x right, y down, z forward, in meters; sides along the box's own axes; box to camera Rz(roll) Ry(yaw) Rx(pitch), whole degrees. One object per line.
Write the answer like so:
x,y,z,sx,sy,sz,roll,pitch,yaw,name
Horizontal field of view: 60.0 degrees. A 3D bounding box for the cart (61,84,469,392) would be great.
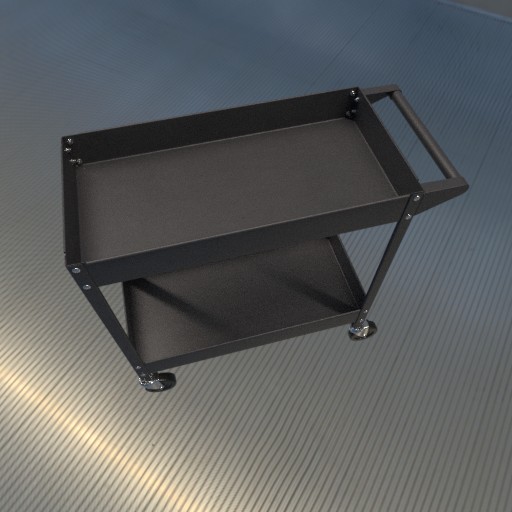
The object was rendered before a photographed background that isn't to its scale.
0.000,0.000,1.190,0.779,0.719,0.366,-12,57,-8,cart
